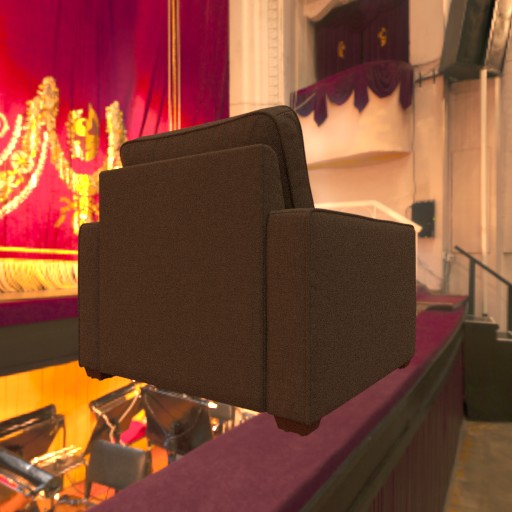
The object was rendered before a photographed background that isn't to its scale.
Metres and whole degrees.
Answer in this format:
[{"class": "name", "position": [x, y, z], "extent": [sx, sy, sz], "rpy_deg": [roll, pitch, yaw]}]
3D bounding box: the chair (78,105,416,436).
[{"class": "chair", "position": [0.000, 0.000, 1.752], "extent": [1.017, 0.919, 0.940], "rpy_deg": [0, 1, 35]}]
